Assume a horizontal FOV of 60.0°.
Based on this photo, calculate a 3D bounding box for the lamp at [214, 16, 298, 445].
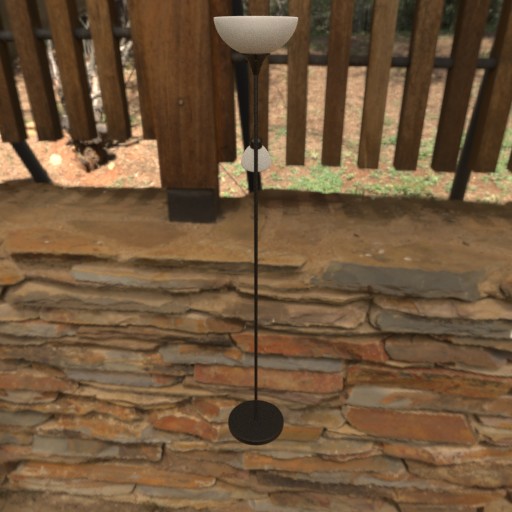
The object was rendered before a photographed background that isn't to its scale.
[{"bbox_3d":[0.000,0.000,1.911,0.279,1.804,0.442,0,26,0],"label":"lamp"}]
